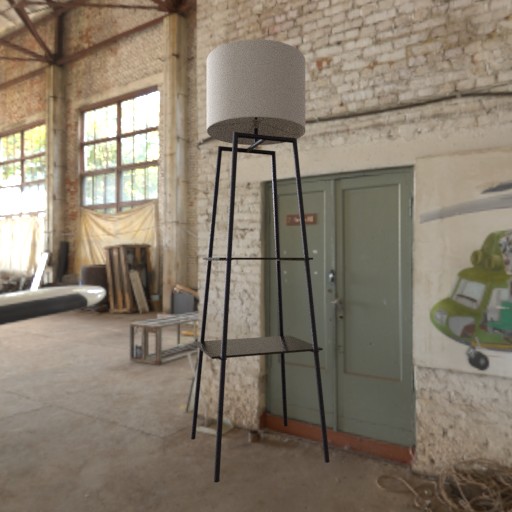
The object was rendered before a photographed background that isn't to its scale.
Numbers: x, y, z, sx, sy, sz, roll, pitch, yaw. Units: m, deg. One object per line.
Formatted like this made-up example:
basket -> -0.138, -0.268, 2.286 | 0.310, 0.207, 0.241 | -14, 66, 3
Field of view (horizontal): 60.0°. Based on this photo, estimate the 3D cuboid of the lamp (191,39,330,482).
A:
lamp -> 0.000, 0.000, 1.690 | 0.427, 1.474, 0.384 | 0, 0, -20
